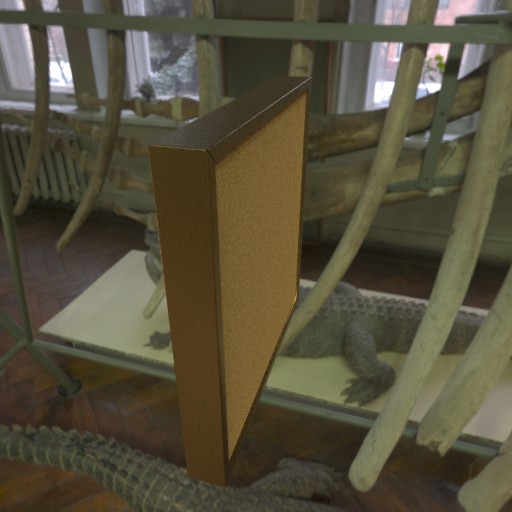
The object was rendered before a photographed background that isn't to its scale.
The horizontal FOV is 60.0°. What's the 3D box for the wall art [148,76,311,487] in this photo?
[{"bbox_3d":[0.000,0.000,0.451,0.037,0.305,0.305,9,30,15],"label":"wall art"}]
